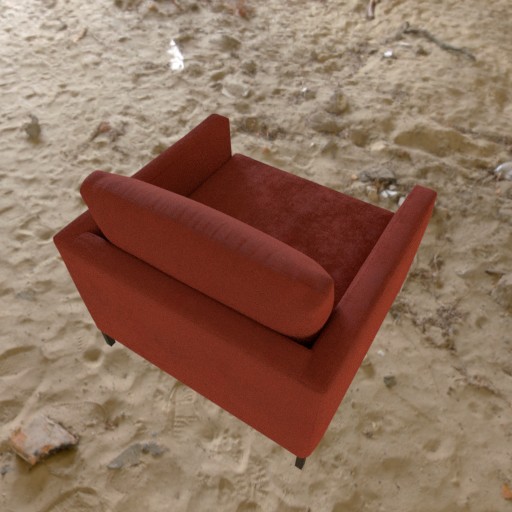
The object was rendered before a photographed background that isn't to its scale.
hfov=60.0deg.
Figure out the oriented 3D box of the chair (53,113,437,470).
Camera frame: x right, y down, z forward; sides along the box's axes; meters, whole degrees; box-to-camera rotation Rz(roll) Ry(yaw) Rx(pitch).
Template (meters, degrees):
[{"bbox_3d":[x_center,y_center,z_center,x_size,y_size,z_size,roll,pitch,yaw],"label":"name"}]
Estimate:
[{"bbox_3d":[0.000,0.000,1.581,0.964,0.812,0.875,25,53,21],"label":"chair"}]
